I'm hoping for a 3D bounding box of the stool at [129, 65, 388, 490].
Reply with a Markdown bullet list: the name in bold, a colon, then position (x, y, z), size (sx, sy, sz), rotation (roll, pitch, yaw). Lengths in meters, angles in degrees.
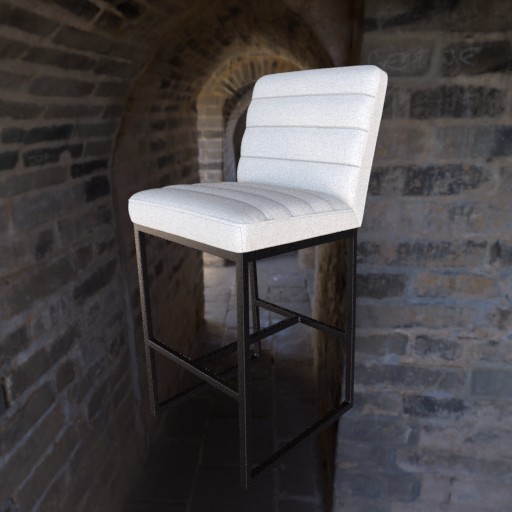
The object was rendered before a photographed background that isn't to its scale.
- **stool**: position (0.000, 0.000, 1.291), size (0.460, 1.040, 0.560), rotation (16, 23, 42)
